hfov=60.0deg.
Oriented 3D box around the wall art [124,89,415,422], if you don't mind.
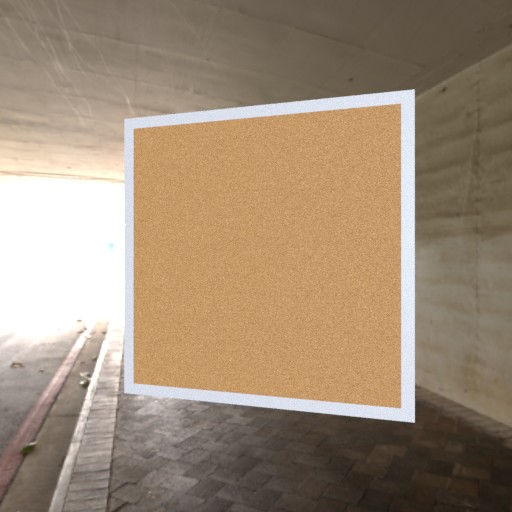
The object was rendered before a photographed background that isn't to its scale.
[{"bbox_3d":[0.000,0.000,1.203,0.812,0.813,0.013,0,0,17],"label":"wall art"}]
